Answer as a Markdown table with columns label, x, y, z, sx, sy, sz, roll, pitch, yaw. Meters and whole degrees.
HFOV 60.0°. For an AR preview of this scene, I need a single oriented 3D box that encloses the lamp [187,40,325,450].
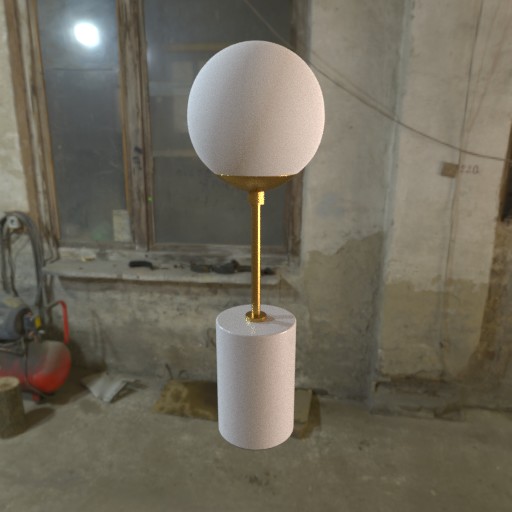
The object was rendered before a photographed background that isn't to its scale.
| label | x | y | z | sx | sy | sz | roll | pitch | yaw |
| --- | --- | --- | --- | --- | --- | --- | --- | --- | --- |
| lamp | 0.000 | 0.000 | 0.543 | 0.153 | 0.480 | 0.153 | 0 | 15 | 0 |
